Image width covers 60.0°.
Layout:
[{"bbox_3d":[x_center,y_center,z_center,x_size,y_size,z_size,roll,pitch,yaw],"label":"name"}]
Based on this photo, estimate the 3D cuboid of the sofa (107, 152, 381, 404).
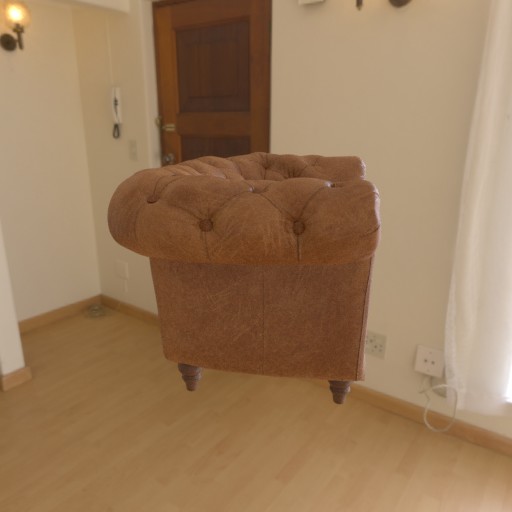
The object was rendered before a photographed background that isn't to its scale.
[{"bbox_3d":[0.000,0.000,2.070,1.033,0.878,1.405,3,17,10],"label":"sofa"}]
